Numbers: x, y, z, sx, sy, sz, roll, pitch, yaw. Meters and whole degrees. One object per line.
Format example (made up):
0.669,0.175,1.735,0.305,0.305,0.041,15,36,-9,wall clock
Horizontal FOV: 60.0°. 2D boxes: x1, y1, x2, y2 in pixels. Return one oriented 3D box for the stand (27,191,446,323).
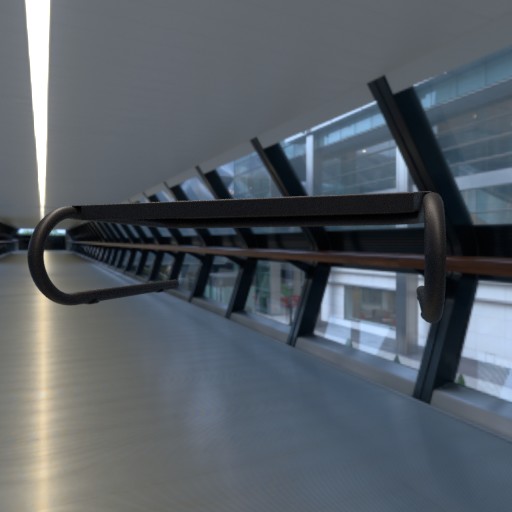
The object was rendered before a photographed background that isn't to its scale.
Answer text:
0.000,0.000,0.493,0.370,0.108,0.280,0,1,19,stand
